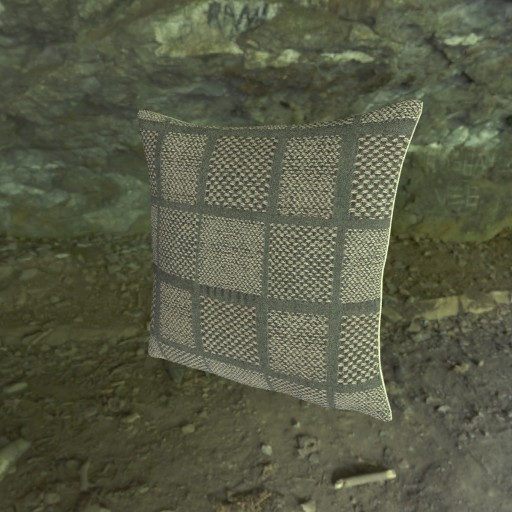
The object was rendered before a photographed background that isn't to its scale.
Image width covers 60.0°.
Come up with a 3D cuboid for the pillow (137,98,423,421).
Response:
[{"bbox_3d":[0.000,0.000,0.666,0.435,0.432,0.138,7,16,26],"label":"pillow"}]
